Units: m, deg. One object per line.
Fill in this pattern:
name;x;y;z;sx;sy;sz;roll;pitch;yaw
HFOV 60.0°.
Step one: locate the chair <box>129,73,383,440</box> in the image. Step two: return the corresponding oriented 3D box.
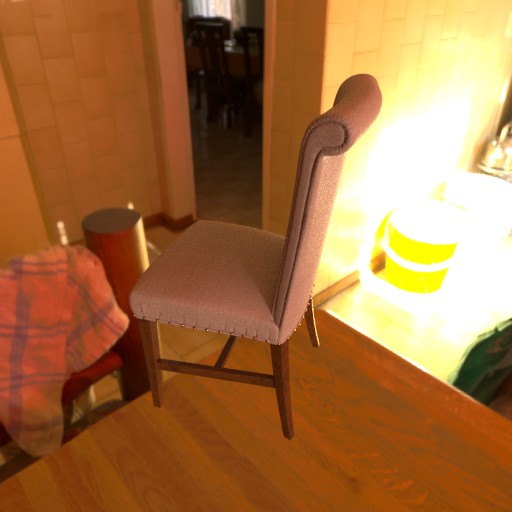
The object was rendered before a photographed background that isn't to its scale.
chair;0.000;0.000;1.342;0.608;0.988;0.513;9;33;15
